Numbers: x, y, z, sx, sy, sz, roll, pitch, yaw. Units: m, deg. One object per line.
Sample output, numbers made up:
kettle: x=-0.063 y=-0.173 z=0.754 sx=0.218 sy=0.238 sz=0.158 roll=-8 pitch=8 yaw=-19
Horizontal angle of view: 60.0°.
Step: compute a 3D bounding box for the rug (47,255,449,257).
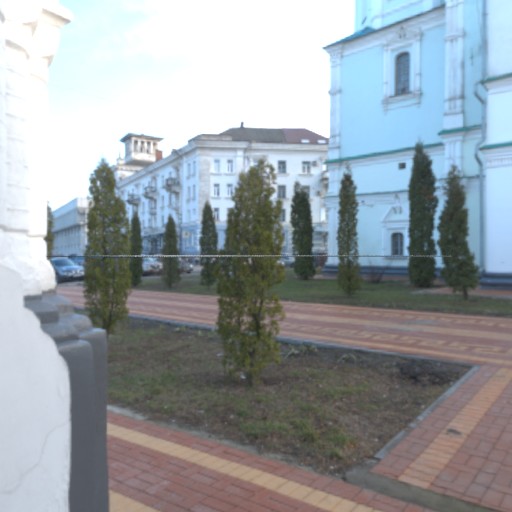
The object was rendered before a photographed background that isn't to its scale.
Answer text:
rug: x=0.000 y=0.000 z=2.256 sx=1.740 sy=0.010 sz=1.135 roll=0 pitch=0 yaw=-38
